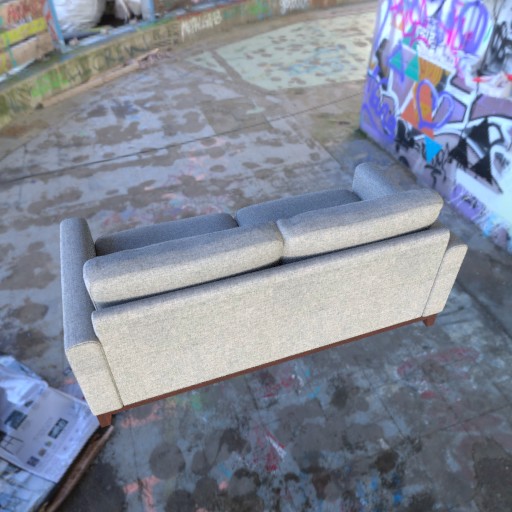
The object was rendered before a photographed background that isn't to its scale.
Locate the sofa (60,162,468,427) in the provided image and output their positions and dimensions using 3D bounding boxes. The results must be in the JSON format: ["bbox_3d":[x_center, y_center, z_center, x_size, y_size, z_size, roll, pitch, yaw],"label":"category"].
[{"bbox_3d":[0.000,0.000,2.458,1.978,0.892,0.969,-13,42,-15],"label":"sofa"}]
